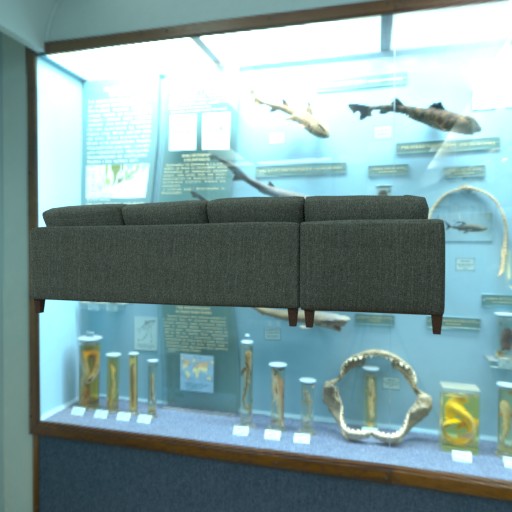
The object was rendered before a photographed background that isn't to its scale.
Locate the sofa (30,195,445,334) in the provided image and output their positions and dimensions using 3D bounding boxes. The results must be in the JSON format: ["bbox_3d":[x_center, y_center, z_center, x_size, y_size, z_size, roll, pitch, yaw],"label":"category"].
[{"bbox_3d":[0.000,0.000,4.478,3.302,0.947,2.593,0,1,17],"label":"sofa"}]
